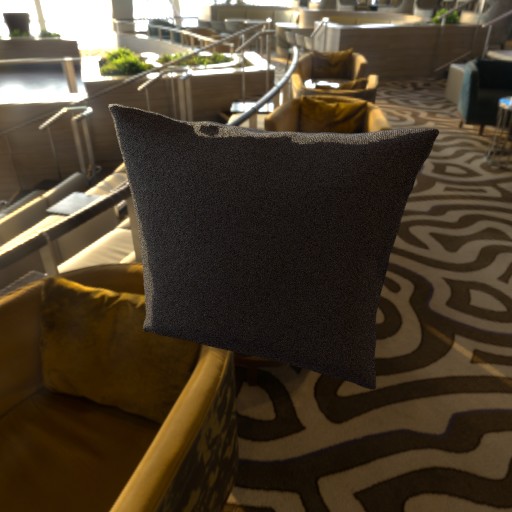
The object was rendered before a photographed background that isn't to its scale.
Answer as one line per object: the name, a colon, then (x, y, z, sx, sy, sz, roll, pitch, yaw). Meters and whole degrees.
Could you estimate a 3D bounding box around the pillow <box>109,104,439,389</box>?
pillow: (0.000, 0.000, 0.692, 0.452, 0.439, 0.204, 10, 33, 16)
